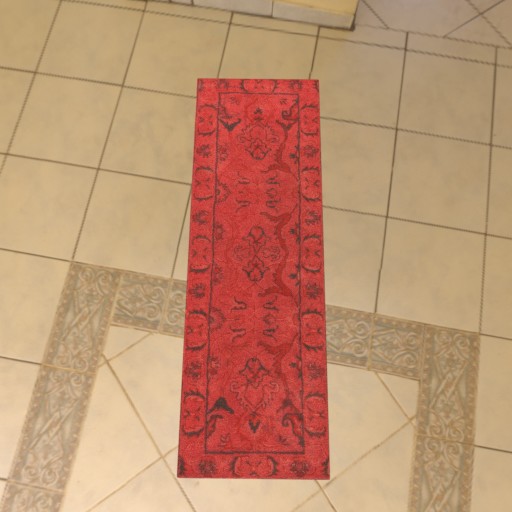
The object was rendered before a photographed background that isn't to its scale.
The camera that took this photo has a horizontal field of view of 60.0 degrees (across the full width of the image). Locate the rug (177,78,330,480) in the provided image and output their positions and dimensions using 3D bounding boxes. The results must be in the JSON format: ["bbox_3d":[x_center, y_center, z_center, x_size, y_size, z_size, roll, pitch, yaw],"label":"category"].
[{"bbox_3d":[0.000,0.000,2.652,0.813,0.018,2.439,1,75,0],"label":"rug"}]
